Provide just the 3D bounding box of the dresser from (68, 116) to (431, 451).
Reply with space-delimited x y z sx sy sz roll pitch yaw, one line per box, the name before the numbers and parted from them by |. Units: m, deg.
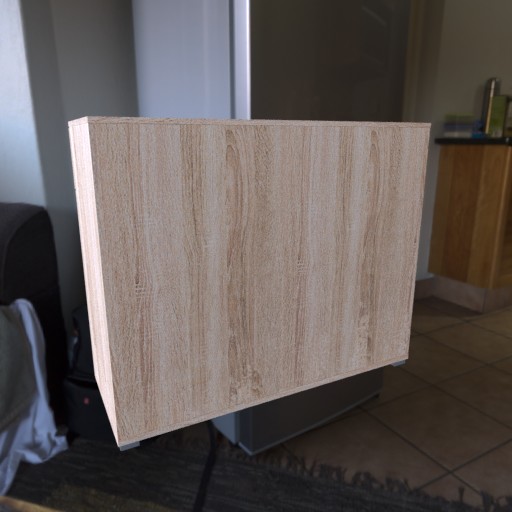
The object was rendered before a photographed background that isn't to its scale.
dresser | 0.000 0.000 1.560 1.100 0.900 0.450 -8 17 -27
